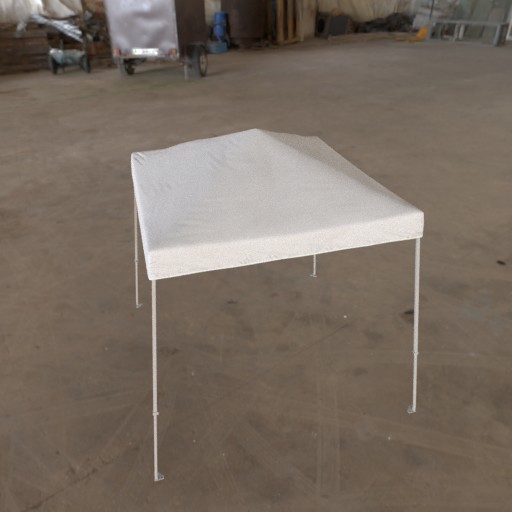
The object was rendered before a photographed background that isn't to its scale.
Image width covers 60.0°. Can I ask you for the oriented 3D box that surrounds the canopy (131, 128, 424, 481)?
[{"bbox_3d":[0.000,0.000,4.973,2.848,2.849,2.849,-9,33,-14],"label":"canopy"}]
